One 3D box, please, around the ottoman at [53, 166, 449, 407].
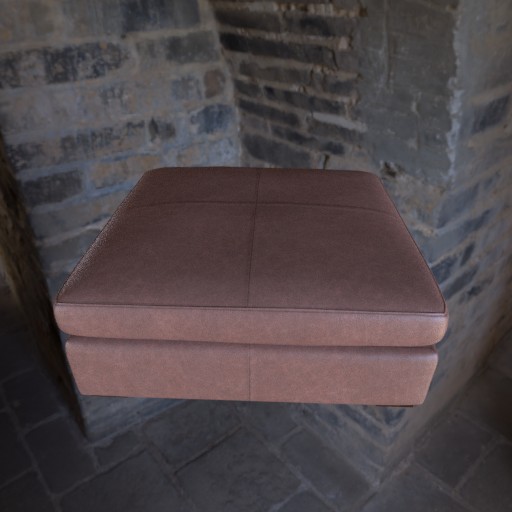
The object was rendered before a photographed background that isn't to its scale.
[{"bbox_3d":[0.000,0.000,1.808,1.168,0.490,1.168,1,31,2],"label":"ottoman"}]
